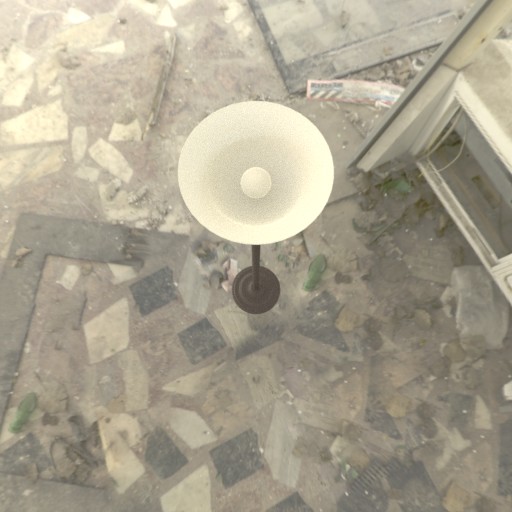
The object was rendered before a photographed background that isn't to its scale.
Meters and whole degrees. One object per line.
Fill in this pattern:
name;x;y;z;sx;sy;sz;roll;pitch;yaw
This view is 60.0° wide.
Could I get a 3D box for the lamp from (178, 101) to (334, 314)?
lamp;0.000;0.000;2.020;0.405;1.797;0.405;-1;76;0
